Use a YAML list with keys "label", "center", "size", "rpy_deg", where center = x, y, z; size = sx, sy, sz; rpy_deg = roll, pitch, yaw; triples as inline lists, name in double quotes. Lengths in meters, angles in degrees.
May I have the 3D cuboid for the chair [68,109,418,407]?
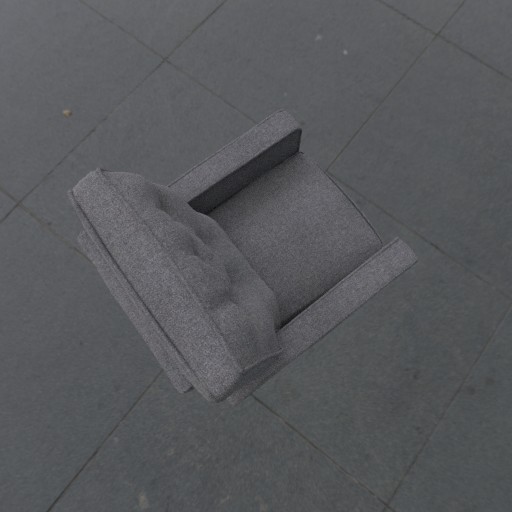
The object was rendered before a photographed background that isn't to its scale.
- label: "chair"
  center: [0.000, 0.000, 1.395]
  size: [0.775, 0.889, 0.650]
  rpy_deg: [-36, 76, -10]
